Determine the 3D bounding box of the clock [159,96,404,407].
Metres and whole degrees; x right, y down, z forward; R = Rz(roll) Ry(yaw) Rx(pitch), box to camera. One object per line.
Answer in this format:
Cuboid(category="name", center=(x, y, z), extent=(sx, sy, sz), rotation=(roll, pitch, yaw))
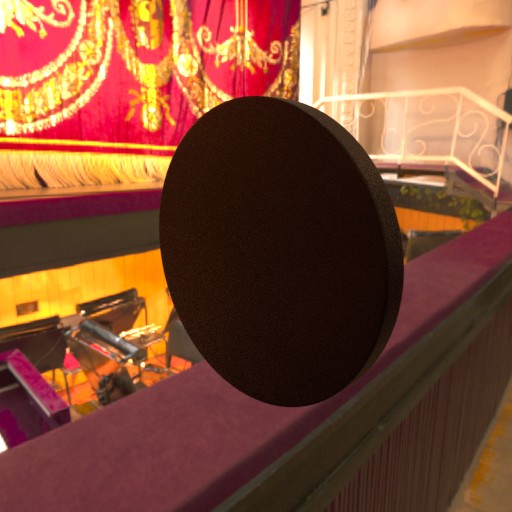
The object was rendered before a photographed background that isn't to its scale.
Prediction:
Cuboid(category="clock", center=(0.000, 0.000, 0.462), extent=(0.314, 0.314, 0.029), rotation=(13, 19, 43))
